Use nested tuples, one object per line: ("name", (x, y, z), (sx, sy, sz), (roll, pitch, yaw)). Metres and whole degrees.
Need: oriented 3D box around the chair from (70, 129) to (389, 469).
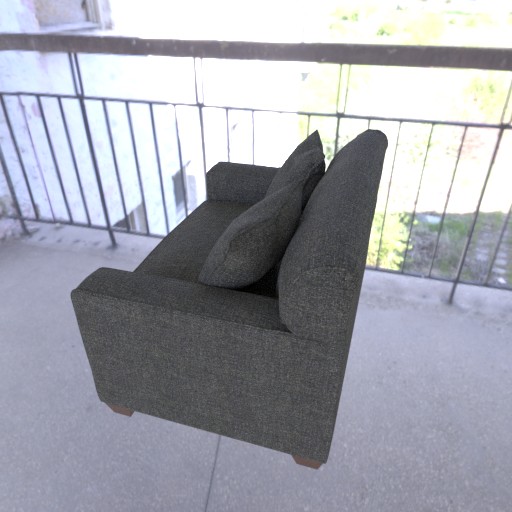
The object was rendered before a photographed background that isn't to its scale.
("chair", (0.000, 0.000, 2.044), (1.000, 0.948, 1.383), (9, 33, 15))
